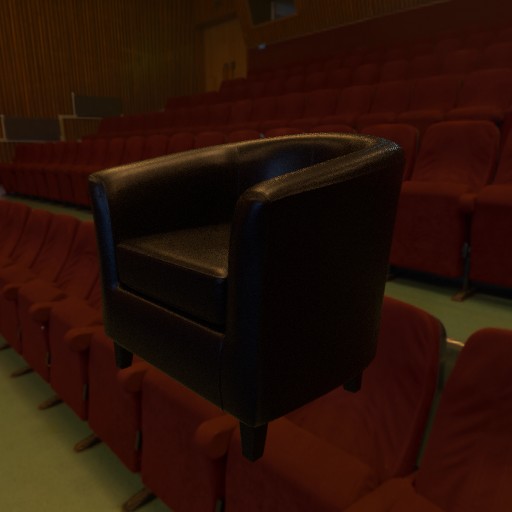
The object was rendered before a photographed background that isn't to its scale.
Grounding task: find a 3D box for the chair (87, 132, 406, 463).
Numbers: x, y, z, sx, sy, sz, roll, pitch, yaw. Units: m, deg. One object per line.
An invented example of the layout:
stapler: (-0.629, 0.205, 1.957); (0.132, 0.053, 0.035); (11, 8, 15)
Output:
chair: (0.000, 0.000, 1.385); (0.727, 0.756, 0.793); (-13, 19, -43)
